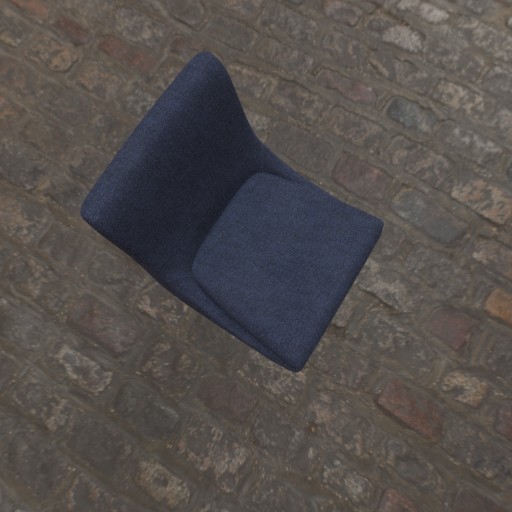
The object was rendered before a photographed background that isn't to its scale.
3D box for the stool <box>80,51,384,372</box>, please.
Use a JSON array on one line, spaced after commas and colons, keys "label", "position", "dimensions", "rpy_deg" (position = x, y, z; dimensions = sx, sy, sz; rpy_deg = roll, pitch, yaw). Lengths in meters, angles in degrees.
[{"label": "stool", "position": [0.000, 0.000, 1.368], "dimensions": [0.572, 1.068, 0.489], "rpy_deg": [31, 79, 7]}]
